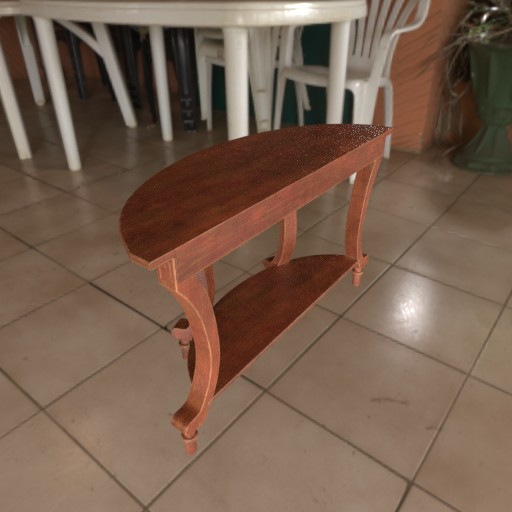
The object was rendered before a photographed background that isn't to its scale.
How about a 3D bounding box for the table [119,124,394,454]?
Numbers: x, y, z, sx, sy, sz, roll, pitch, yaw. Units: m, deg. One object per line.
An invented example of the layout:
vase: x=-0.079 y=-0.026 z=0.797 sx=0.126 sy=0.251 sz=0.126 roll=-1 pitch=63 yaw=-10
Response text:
table: x=0.000 y=0.000 z=1.549 sx=0.394 sy=0.699 sz=1.198 roll=22 pitch=38 yaw=31
